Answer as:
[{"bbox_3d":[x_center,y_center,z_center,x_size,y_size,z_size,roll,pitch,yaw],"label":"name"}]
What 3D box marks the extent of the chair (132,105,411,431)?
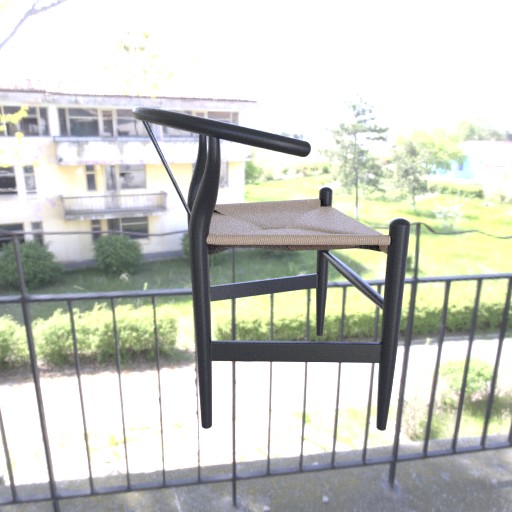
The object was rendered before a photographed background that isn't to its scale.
[{"bbox_3d":[0.000,0.000,1.158,0.570,0.739,0.570,-3,17,-9],"label":"chair"}]
